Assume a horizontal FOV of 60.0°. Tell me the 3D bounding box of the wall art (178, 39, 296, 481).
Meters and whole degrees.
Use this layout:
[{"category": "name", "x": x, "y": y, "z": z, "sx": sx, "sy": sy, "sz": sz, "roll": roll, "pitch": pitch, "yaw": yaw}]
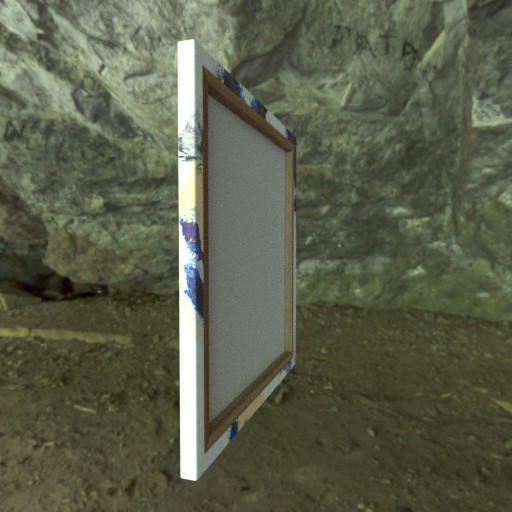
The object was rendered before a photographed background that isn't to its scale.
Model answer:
[{"category": "wall art", "x": 0.000, "y": 0.000, "z": 1.310, "sx": 0.038, "sy": 0.885, "sz": 0.887, "roll": 1, "pitch": 2, "yaw": 18}]
